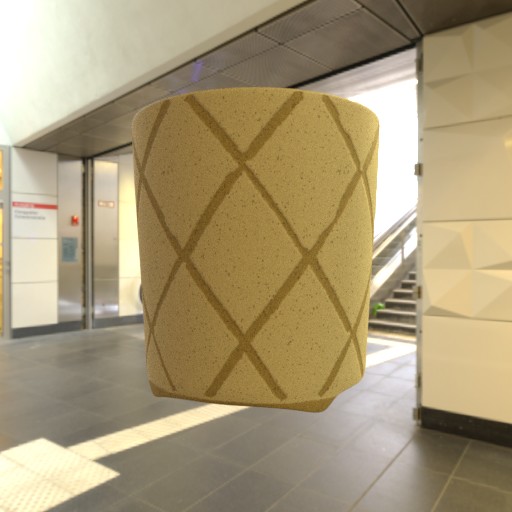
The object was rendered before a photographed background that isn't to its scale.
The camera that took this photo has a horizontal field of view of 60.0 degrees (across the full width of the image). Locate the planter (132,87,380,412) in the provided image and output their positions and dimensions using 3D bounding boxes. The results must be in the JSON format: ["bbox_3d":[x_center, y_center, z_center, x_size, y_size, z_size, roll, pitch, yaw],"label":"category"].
[{"bbox_3d":[0.000,0.000,0.354,0.191,0.199,0.191,0,0,0],"label":"planter"}]
